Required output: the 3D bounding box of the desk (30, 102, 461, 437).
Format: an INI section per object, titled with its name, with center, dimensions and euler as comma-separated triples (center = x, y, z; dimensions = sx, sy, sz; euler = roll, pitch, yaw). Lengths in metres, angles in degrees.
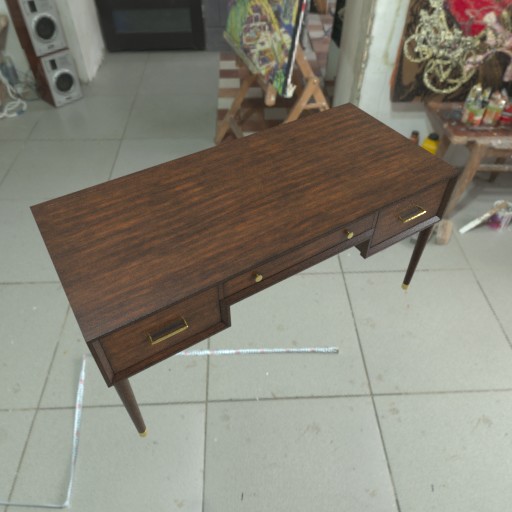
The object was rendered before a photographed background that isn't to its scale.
[desk]
center = 0.000, 0.000, 2.031
dimensions = 1.575, 0.762, 0.724
euler = -24, 51, -22
